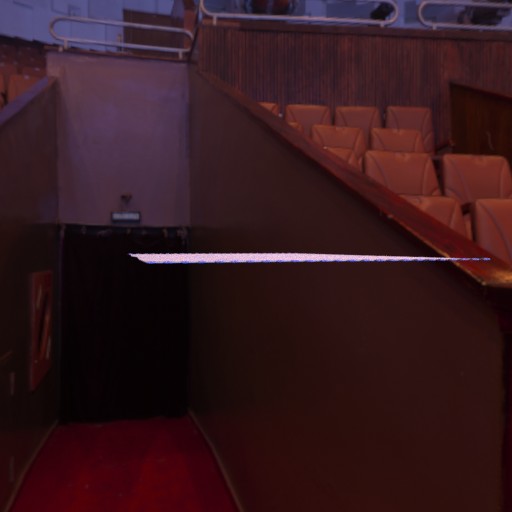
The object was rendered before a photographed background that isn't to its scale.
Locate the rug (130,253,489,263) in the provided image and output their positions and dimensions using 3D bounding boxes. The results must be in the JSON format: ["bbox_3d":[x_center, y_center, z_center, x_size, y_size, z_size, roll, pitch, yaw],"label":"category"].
[{"bbox_3d":[0.000,0.000,2.900,1.544,0.010,2.315,0,1,-18],"label":"rug"}]
